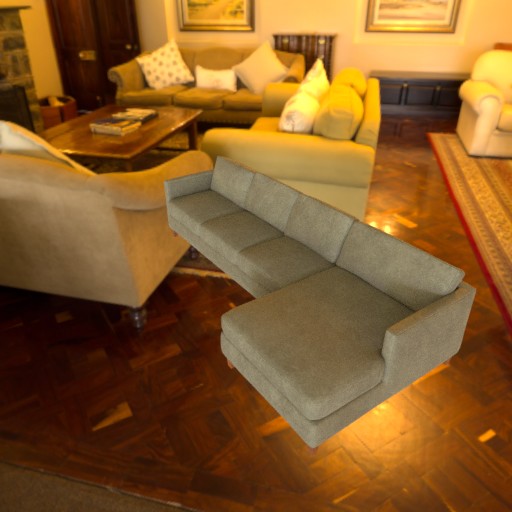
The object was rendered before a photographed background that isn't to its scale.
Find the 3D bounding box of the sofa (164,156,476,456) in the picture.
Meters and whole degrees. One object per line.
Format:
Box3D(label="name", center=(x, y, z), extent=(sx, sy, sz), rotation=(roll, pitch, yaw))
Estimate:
Box3D(label="sofa", center=(0.000, 0.000, 4.195), extent=(1.604, 0.950, 3.471), rotation=(-19, 35, -30))
